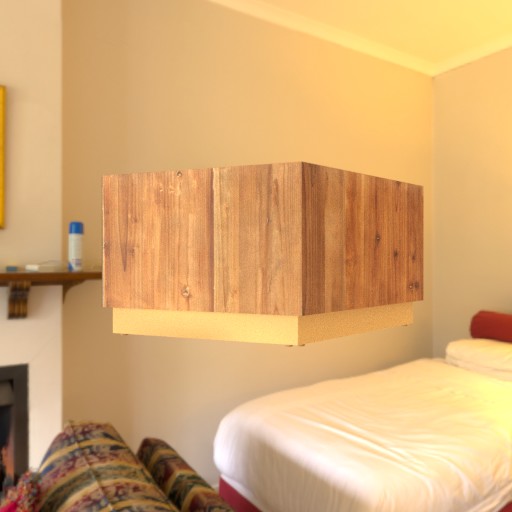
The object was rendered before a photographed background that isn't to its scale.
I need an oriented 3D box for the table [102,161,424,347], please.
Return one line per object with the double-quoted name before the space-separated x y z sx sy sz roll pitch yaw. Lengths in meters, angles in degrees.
"table" 0.000 0.000 1.631 1.154 0.456 1.000 0 0 19
